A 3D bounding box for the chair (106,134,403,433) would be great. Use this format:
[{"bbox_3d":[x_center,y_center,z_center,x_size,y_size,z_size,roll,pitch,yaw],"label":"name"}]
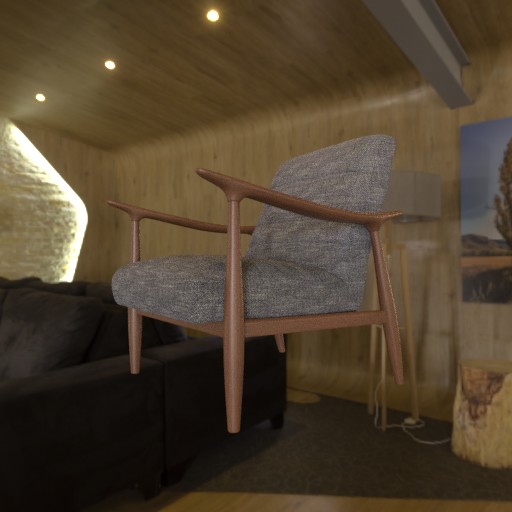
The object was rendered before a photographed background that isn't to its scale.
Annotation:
[{"bbox_3d":[0.000,0.000,1.487,0.798,0.832,0.741,0,-1,-35],"label":"chair"}]
